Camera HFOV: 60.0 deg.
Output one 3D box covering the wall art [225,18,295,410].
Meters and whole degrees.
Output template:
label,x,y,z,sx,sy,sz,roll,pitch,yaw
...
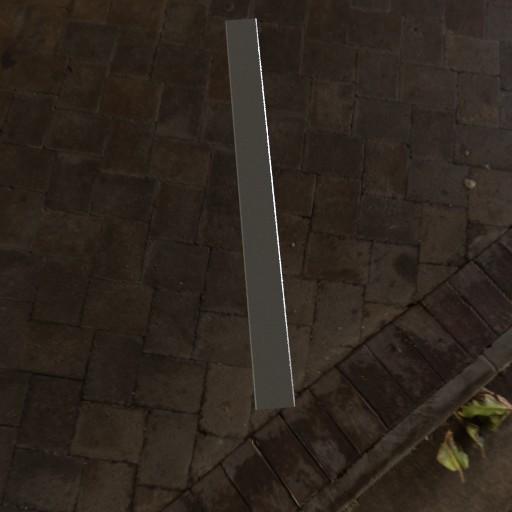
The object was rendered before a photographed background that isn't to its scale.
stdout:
label,x,y,z,sx,sy,sz,roll,pitch,yaw
wall art,0.000,0.000,0.748,0.038,0.549,0.452,-5,75,-1
